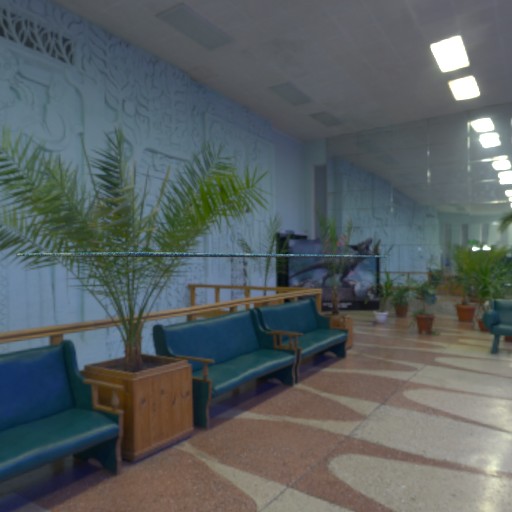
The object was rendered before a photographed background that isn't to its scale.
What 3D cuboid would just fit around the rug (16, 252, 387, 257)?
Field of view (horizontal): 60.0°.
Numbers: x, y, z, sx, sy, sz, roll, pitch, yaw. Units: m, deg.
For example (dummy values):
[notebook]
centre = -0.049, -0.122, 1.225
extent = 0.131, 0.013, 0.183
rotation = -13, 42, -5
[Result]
[rug]
centre = 0.000, 0.000, 2.640
extent = 0.750, 0.011, 2.435
rotation = 0, 0, 36
